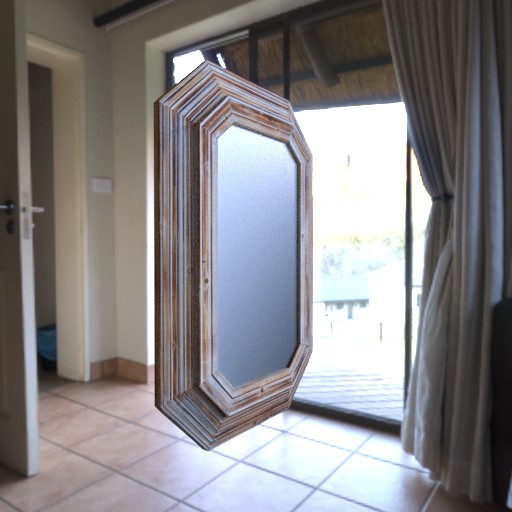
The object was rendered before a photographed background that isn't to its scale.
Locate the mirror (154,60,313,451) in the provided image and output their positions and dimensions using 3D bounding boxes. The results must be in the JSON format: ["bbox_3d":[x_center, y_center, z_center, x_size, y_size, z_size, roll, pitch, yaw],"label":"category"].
[{"bbox_3d":[0.000,0.000,1.296,0.061,1.015,0.709,1,1,37],"label":"mirror"}]
